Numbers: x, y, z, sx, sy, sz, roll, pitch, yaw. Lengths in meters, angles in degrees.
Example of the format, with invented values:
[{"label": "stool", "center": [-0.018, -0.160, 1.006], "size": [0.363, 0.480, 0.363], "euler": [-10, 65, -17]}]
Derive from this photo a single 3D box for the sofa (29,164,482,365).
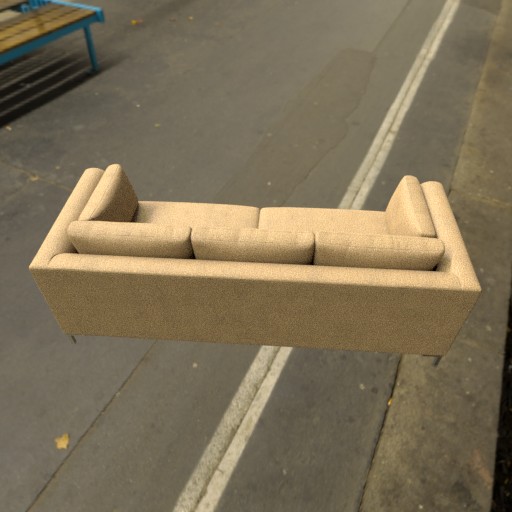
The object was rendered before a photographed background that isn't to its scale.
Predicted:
[{"label": "sofa", "center": [0.000, 0.000, 2.901], "size": [2.415, 0.867, 0.969], "euler": [3, 46, 3]}]
